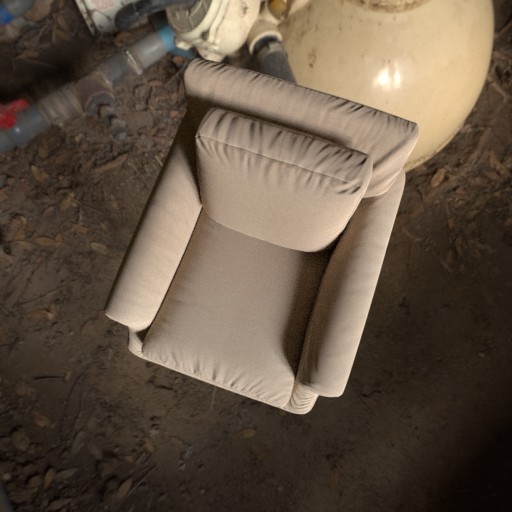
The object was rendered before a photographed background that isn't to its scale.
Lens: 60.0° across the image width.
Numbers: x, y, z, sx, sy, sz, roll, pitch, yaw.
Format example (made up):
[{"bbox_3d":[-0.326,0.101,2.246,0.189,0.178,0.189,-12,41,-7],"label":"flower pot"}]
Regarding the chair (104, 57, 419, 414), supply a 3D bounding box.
[{"bbox_3d":[0.000,0.000,1.765,0.940,0.866,1.066,19,76,5],"label":"chair"}]
